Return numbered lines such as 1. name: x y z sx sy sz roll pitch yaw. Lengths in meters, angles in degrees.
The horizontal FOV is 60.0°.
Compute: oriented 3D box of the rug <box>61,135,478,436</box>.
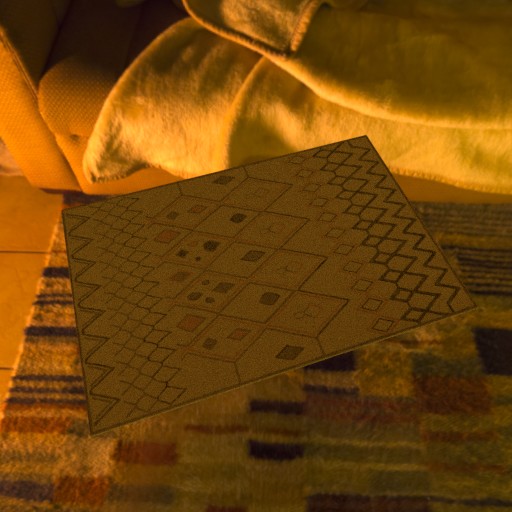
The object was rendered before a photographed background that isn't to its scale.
1. rug: 0.000 0.000 2.261 1.829 0.016 1.219 -16 60 -9
